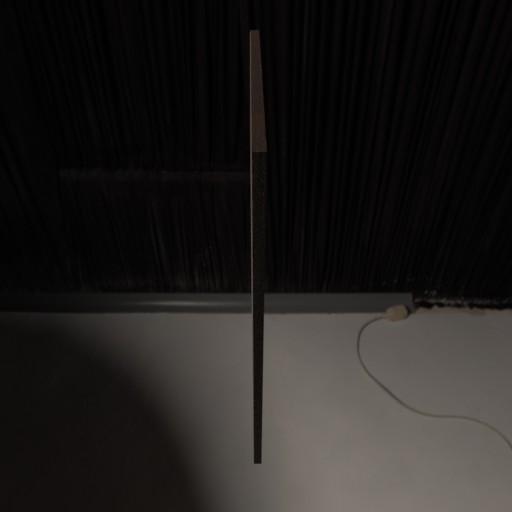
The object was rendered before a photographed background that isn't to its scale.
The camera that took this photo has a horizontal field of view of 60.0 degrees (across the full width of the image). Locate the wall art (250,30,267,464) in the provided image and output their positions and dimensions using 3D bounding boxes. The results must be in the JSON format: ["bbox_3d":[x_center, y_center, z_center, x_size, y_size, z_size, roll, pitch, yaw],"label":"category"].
[{"bbox_3d":[0.000,0.000,0.634,0.013,0.508,0.359,0,40,0],"label":"wall art"}]
